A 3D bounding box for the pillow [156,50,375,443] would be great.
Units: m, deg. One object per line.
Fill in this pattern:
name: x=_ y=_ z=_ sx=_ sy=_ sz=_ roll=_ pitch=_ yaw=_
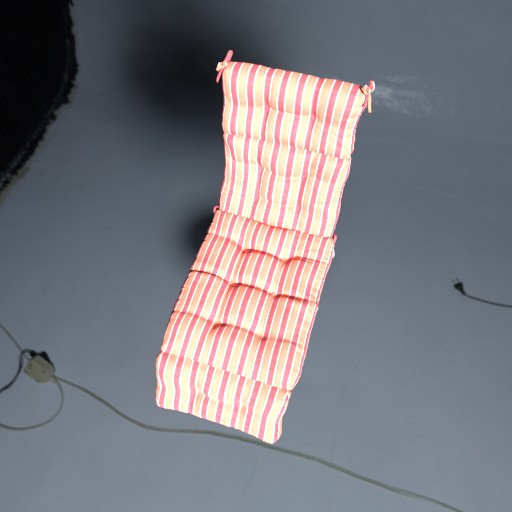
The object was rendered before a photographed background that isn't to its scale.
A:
pillow: x=0.000 y=0.000 z=1.541 sx=0.526 sy=0.863 sz=1.016 roll=15 pitch=60 yaw=9
